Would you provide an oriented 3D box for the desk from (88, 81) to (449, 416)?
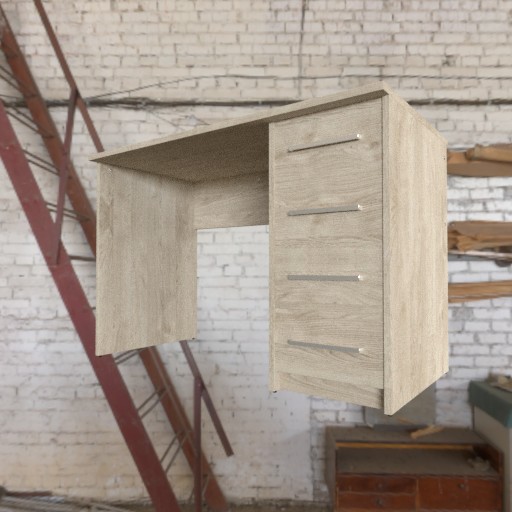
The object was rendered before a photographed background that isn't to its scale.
[{"bbox_3d":[0.000,0.000,1.494,1.096,0.730,0.560,-1,-2,36],"label":"desk"}]
